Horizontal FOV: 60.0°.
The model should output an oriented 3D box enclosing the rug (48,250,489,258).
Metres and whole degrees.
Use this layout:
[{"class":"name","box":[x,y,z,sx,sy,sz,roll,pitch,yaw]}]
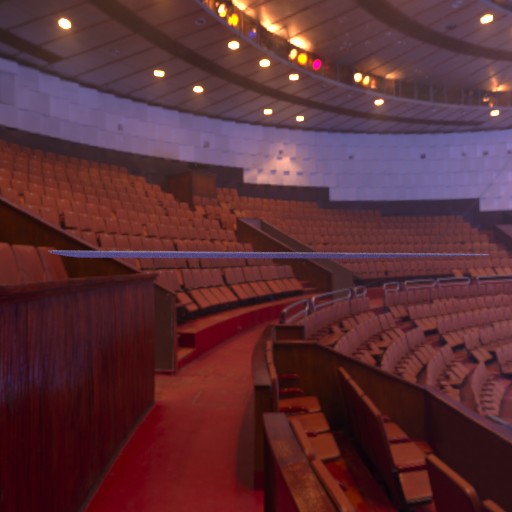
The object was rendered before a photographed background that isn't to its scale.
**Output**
[{"class":"rug","box":[0.000,0.000,2.869,2.284,0.008,1.522,0,-1,-18]}]
